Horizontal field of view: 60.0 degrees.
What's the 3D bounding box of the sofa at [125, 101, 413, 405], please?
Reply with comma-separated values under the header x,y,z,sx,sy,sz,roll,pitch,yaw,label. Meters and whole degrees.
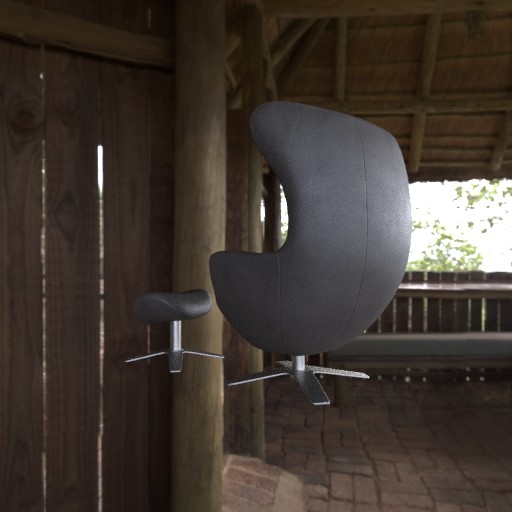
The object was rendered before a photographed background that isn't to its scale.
x,y,z,sx,sy,sz,roll,pitch,yaw,label
0.000,0.000,2.148,1.444,1.135,0.894,0,1,35,sofa
